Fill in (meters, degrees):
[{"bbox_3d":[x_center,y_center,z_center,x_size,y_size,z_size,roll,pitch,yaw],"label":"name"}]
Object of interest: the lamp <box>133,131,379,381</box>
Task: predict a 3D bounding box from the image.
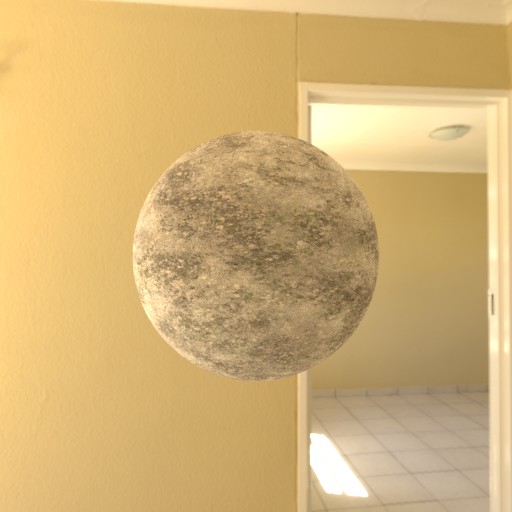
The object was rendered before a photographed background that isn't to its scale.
[{"bbox_3d":[0.000,0.000,0.787,0.422,0.429,0.422,0,-1,0],"label":"lamp"}]
